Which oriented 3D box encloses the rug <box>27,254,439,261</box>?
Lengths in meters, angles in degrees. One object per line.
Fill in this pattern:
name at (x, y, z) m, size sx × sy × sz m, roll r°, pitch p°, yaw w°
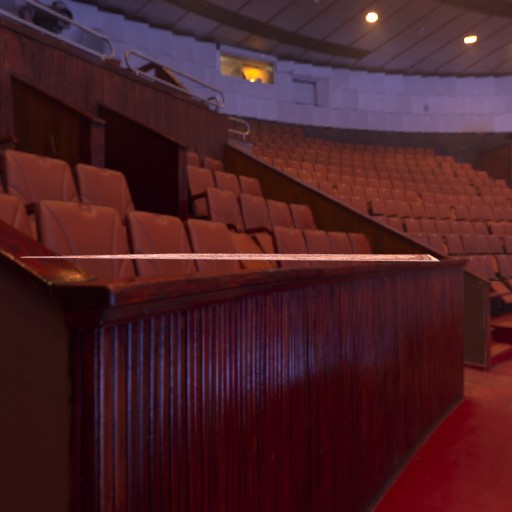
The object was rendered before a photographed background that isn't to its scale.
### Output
rug at (0.000, 0.000, 4.130) m, size 3.067 × 0.005 × 2.454 m, roll 0°, pitch 1°, yaw 20°
